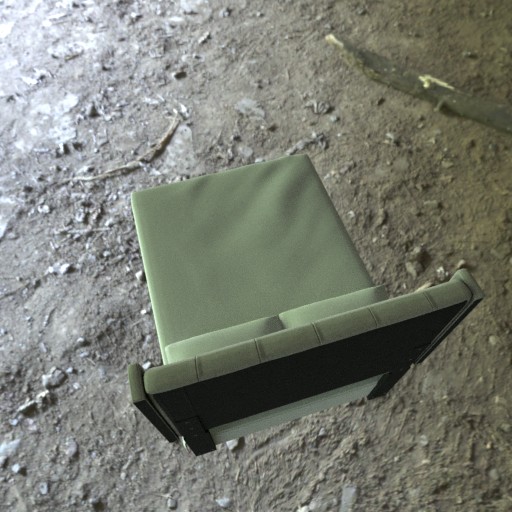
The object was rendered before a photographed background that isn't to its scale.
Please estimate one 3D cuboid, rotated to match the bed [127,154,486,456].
[{"bbox_3d":[0.000,0.000,3.193,1.719,1.665,2.066,-15,59,-9],"label":"bed"}]
